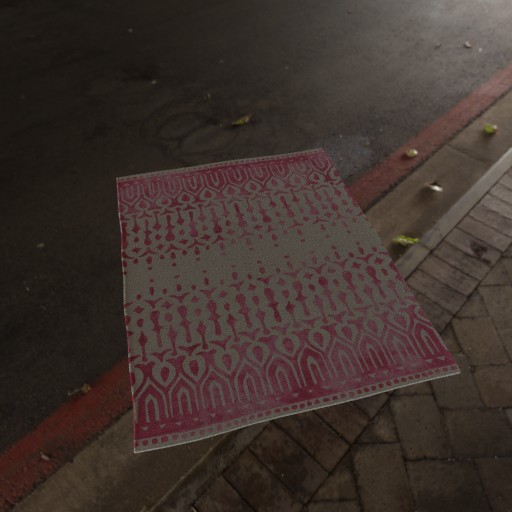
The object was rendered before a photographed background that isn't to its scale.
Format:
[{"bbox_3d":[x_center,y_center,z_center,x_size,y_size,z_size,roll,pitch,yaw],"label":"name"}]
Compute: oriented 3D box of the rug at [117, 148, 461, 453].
[{"bbox_3d":[0.000,0.000,4.135,2.441,0.016,3.095,-10,48,-9],"label":"rug"}]
